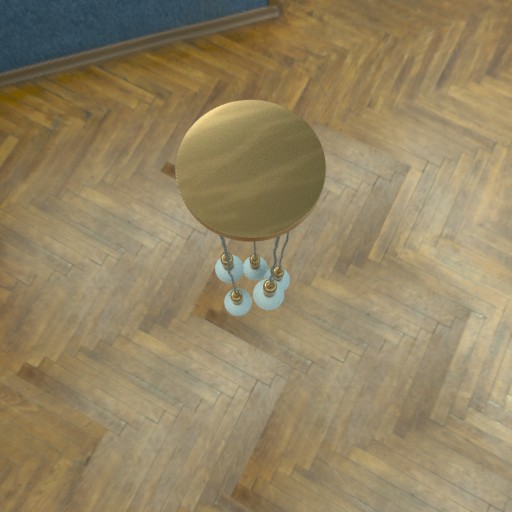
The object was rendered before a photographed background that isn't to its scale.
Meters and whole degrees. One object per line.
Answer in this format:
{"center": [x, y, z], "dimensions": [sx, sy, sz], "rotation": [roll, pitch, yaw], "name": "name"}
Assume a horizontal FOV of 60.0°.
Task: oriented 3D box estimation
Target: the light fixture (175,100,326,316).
{"center": [0.000, 0.000, 0.504], "dimensions": [0.105, 0.457, 0.108], "rotation": [-14, 76, -4], "name": "light fixture"}
